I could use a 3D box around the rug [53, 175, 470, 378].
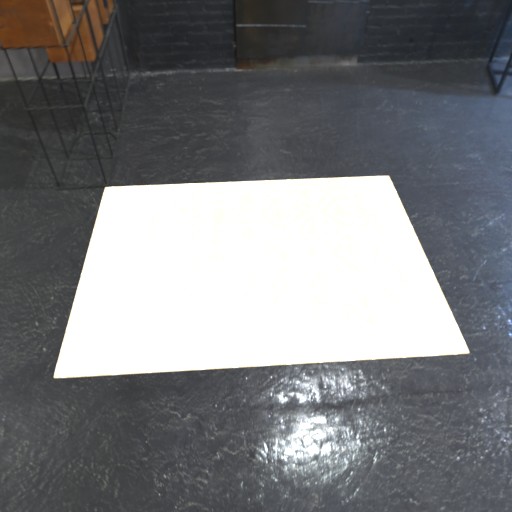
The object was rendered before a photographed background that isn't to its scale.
[{"bbox_3d":[0.000,0.000,4.387,3.353,0.010,2.438,-3,46,-3],"label":"rug"}]
